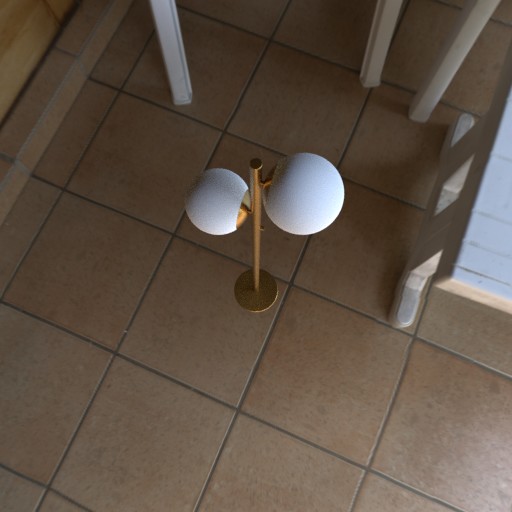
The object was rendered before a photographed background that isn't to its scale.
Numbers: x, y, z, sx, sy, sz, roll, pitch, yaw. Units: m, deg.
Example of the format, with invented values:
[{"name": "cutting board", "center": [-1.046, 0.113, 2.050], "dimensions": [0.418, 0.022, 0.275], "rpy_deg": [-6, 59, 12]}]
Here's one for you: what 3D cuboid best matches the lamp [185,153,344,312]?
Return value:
[{"name": "lamp", "center": [0.000, 0.000, 1.749], "dimensions": [0.419, 1.641, 0.249], "rpy_deg": [17, 76, 4]}]
